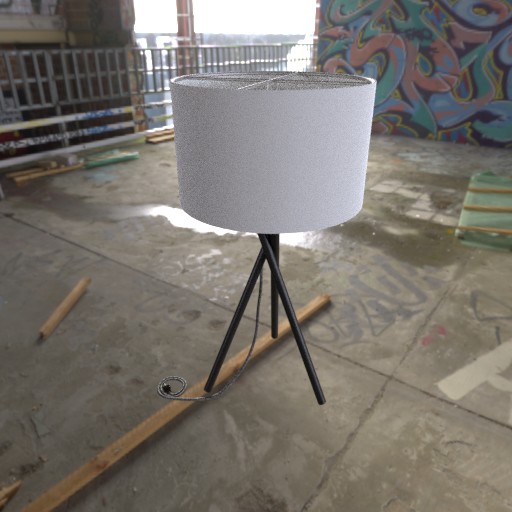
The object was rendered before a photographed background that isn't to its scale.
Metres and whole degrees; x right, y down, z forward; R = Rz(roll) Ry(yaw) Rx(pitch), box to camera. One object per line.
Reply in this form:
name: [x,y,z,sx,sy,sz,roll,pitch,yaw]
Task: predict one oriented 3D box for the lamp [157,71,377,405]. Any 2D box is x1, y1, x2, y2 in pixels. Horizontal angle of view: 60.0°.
lamp: [0.000,0.000,0.908,0.422,0.674,0.353,-17,31,-30]
